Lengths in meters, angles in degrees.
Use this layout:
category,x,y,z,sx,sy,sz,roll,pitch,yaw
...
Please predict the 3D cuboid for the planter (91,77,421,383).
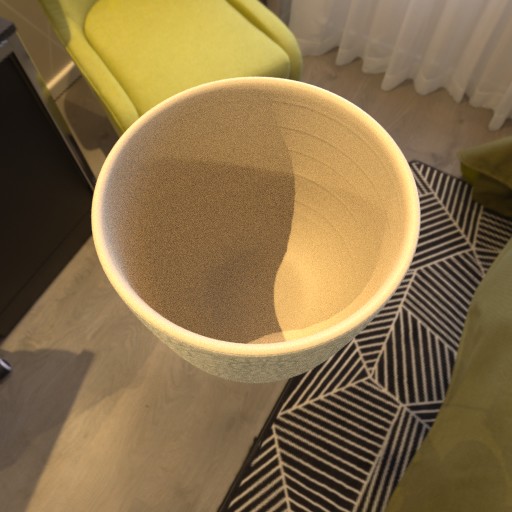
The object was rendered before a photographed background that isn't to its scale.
category,x,y,z,sx,sy,sz,roll,pitch,yaw
planter,0.000,0.000,0.217,0.124,0.109,0.124,0,64,0
